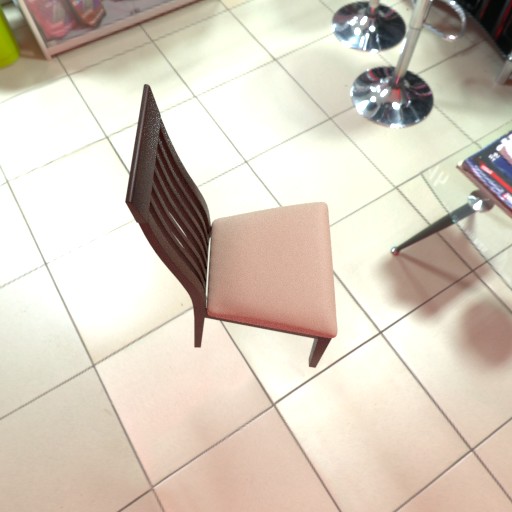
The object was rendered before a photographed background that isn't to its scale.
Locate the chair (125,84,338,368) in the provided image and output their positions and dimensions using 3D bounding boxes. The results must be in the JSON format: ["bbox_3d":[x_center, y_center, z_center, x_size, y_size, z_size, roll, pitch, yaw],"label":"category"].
[{"bbox_3d":[0.000,0.000,1.317,0.474,1.027,0.460,0,64,0],"label":"chair"}]
